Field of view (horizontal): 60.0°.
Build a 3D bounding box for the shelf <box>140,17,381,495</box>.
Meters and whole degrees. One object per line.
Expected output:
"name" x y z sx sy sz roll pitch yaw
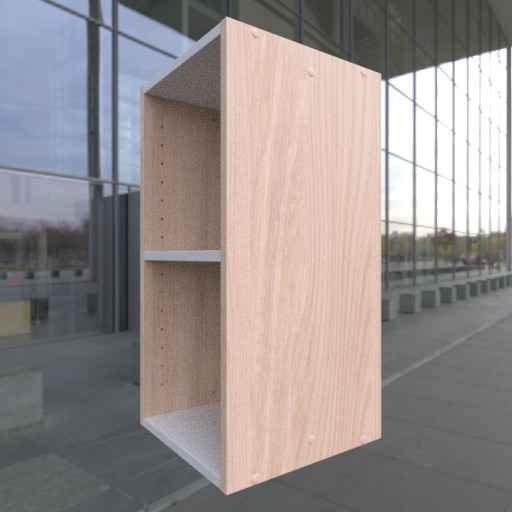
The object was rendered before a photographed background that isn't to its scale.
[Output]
"shelf" 0.000 0.000 0.753 0.297 0.594 0.290 0 0 -36
